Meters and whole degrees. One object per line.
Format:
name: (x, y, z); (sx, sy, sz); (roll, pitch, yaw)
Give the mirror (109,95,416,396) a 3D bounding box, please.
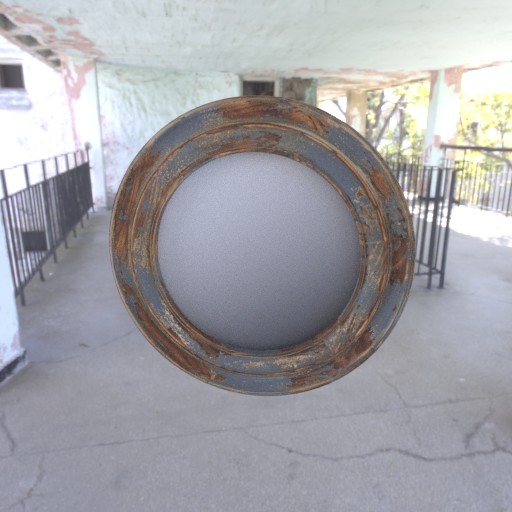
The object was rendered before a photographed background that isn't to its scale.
mirror: (0.000, 0.000, 0.858); (0.585, 0.585, 0.061); (3, 16, 9)
